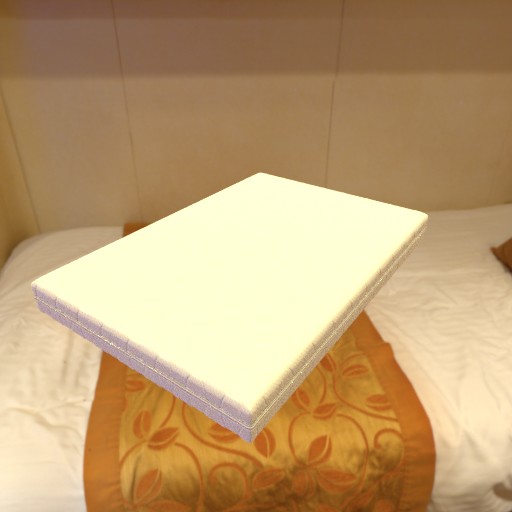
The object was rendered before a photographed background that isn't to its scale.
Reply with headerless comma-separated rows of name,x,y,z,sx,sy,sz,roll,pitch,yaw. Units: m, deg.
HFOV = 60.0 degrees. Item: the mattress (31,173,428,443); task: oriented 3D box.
mattress,0.000,0.000,2.631,1.400,0.200,2.000,20,36,30
